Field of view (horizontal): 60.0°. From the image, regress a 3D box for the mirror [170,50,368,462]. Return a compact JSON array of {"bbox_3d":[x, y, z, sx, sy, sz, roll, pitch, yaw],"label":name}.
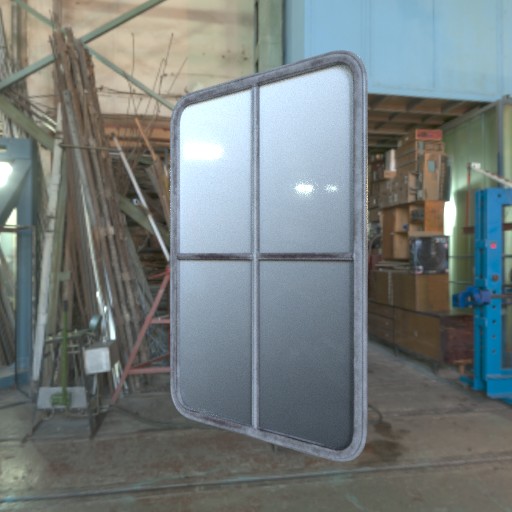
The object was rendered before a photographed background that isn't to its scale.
[{"bbox_3d":[0.000,0.000,0.874,0.461,0.713,0.024,0,0,35],"label":"mirror"}]
